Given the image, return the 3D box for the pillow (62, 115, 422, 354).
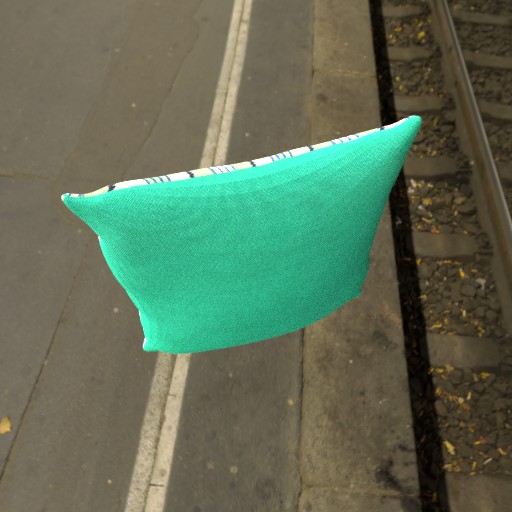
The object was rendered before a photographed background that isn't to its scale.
[{"bbox_3d":[0.000,0.000,0.687,0.440,0.441,0.182,-14,58,-9],"label":"pillow"}]
